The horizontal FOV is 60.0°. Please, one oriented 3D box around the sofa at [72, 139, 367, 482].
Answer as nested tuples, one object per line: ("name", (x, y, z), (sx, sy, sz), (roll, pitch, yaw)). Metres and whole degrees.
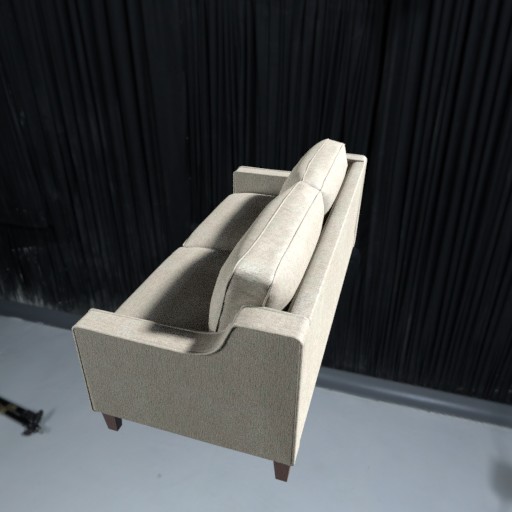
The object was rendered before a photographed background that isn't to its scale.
("sofa", (0.000, 0.000, 2.765), (1.073, 1.074, 2.181), (9, 32, 15))
